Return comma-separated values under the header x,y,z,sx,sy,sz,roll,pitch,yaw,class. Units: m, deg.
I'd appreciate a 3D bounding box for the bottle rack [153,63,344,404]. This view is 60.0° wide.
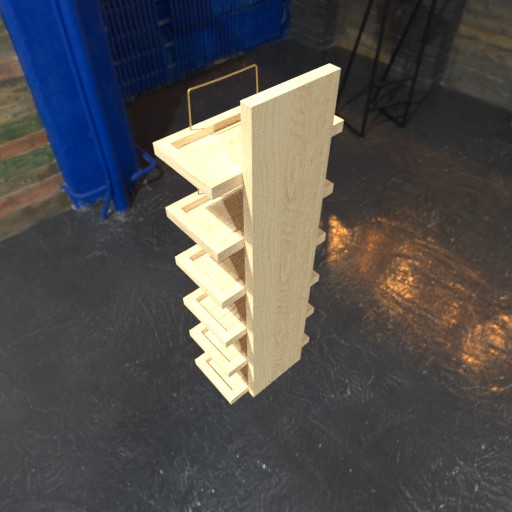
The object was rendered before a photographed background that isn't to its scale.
x,y,z,sx,sy,sz,roll,pitch,yaw,class
0.000,0.000,1.094,0.330,0.943,0.206,-32,55,-27,bottle rack
